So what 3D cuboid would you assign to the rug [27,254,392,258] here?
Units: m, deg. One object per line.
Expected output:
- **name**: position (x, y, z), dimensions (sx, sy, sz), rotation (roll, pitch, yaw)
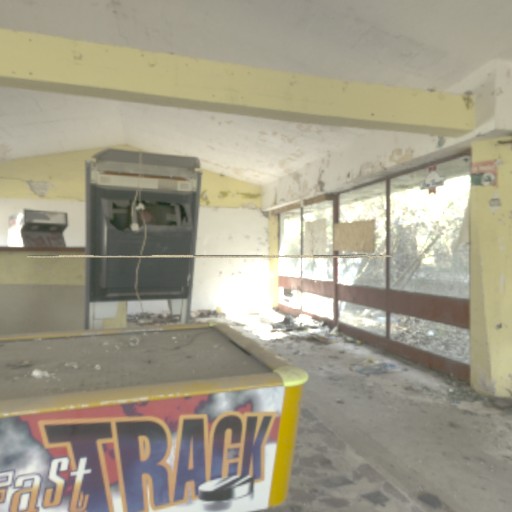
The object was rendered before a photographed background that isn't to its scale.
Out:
- **rug**: position (0.000, 0.000, 4.358), dimensions (2.443, 0.024, 3.228), rotation (0, 0, 20)
